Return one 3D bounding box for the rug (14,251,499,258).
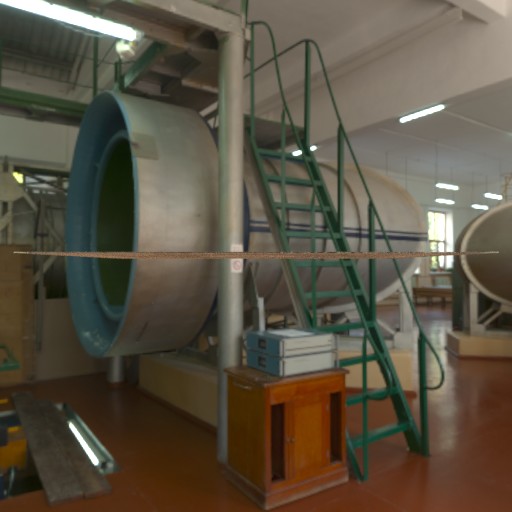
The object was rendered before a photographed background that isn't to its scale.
[{"bbox_3d":[0.000,0.000,4.168,3.422,0.015,2.143,0,-1,0],"label":"rug"}]
